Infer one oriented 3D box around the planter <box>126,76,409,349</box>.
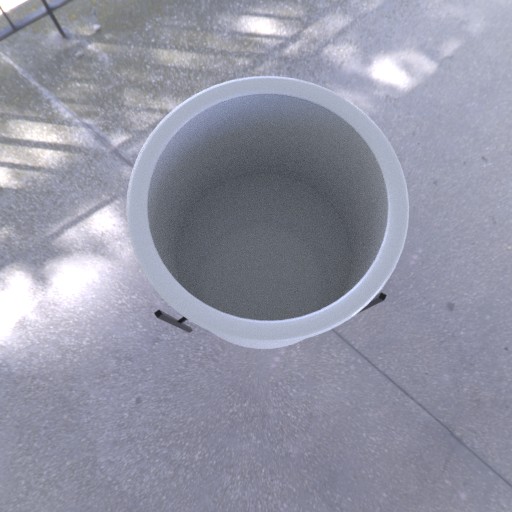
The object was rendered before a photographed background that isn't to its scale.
[{"bbox_3d":[0.000,0.000,0.741,0.361,0.480,0.360,-36,79,-8],"label":"planter"}]
